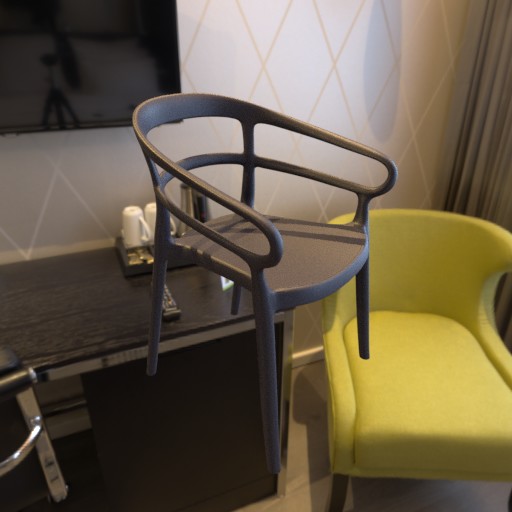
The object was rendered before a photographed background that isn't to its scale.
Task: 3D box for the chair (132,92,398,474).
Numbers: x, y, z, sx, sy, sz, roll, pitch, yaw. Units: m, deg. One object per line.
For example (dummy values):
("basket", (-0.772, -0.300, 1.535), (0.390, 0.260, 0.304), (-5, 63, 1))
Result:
("chair", (0.000, 0.000, 1.151), (0.527, 0.761, 0.559), (18, 32, 32))
